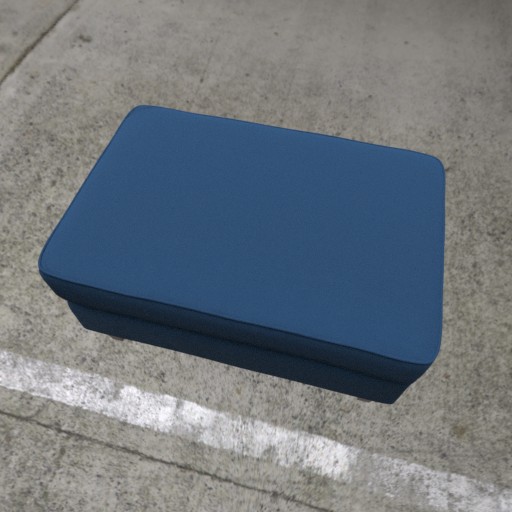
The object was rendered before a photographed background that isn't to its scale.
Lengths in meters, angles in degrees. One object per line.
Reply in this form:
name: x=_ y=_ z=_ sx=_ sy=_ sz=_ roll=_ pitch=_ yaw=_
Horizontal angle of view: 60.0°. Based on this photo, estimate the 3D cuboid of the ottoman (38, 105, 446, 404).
ottoman: x=0.000 y=0.000 z=1.199 sx=0.862 sy=0.484 sz=0.583 roll=12 pitch=58 yaw=8
